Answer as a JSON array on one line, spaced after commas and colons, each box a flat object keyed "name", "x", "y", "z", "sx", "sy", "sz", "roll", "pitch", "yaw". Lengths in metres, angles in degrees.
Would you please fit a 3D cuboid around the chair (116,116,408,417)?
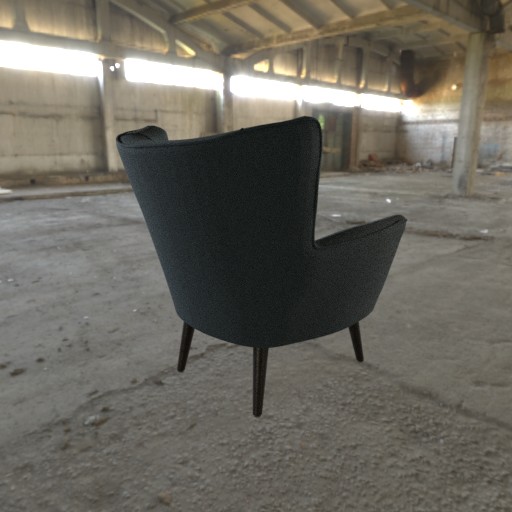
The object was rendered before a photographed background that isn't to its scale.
[{"name": "chair", "x": 0.000, "y": 0.000, "z": 1.627, "sx": 0.781, "sy": 0.933, "sz": 0.888, "roll": 13, "pitch": 19, "yaw": 43}]
